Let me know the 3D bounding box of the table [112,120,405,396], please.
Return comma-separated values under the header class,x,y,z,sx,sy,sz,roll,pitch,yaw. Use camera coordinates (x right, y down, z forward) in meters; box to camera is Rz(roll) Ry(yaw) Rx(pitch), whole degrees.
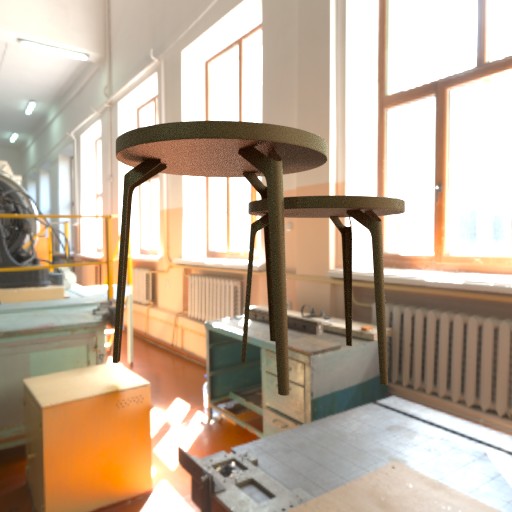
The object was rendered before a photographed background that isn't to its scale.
class,x,y,z,sx,sy,sz,roll,pitch,yaw
table,0.000,0.000,1.153,0.751,0.555,0.532,0,2,0
